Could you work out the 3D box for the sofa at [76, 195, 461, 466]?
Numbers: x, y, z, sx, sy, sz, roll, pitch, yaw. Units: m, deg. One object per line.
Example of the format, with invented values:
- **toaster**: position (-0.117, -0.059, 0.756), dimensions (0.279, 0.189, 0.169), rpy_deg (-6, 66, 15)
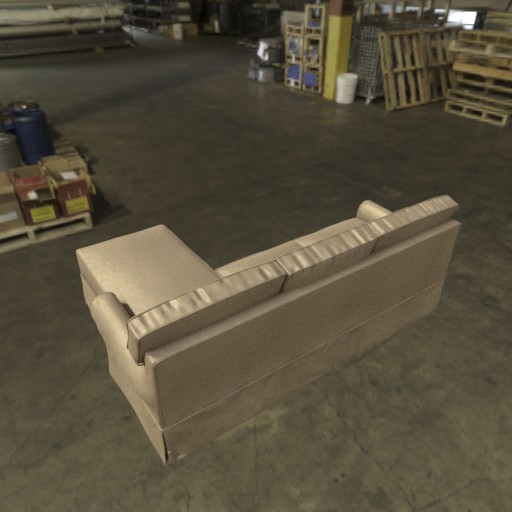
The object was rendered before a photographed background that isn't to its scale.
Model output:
- **sofa**: position (0.000, 0.000, 3.327), dimensions (2.475, 0.978, 1.733), rpy_deg (-21, 38, -29)
